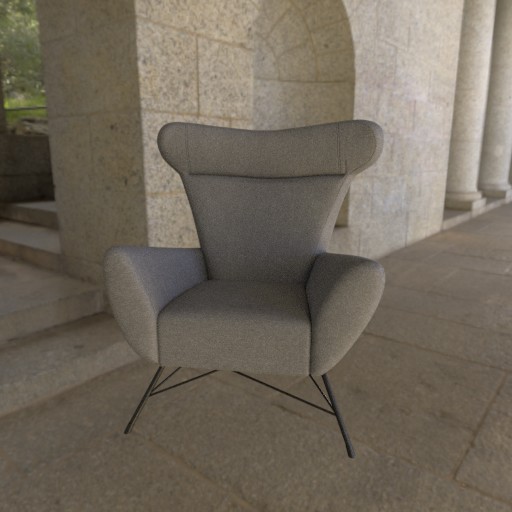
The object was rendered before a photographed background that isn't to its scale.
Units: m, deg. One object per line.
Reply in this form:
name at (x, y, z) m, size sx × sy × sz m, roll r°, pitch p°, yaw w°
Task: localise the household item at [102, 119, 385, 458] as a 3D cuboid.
household item at (0.000, 0.000, 1.741) m, size 0.980 × 1.050 × 0.900 m, roll 2°, pitch 13°, yaw 9°
